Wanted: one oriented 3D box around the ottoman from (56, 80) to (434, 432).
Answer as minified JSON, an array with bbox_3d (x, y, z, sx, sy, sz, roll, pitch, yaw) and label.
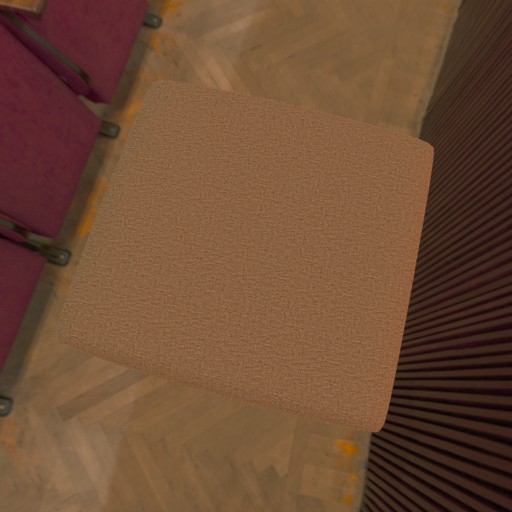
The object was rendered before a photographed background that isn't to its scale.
[{"bbox_3d":[0.000,0.000,1.057,0.650,0.398,0.649,15,75,4],"label":"ottoman"}]
